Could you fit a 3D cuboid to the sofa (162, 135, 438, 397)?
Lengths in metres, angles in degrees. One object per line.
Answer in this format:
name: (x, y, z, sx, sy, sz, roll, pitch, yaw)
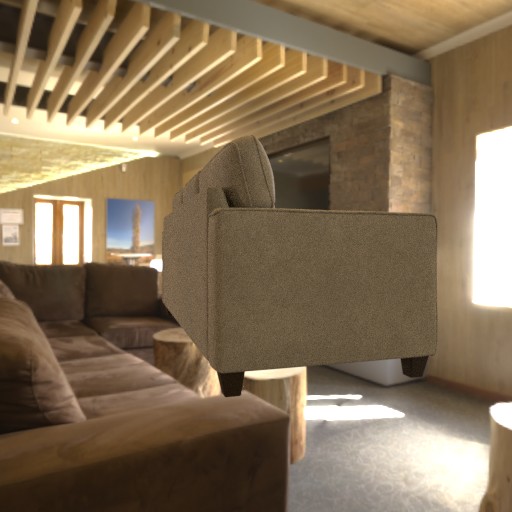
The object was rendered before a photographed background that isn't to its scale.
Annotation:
sofa: (0.000, 0.000, 2.658, 0.939, 0.965, 2.133, 0, 1, -17)
